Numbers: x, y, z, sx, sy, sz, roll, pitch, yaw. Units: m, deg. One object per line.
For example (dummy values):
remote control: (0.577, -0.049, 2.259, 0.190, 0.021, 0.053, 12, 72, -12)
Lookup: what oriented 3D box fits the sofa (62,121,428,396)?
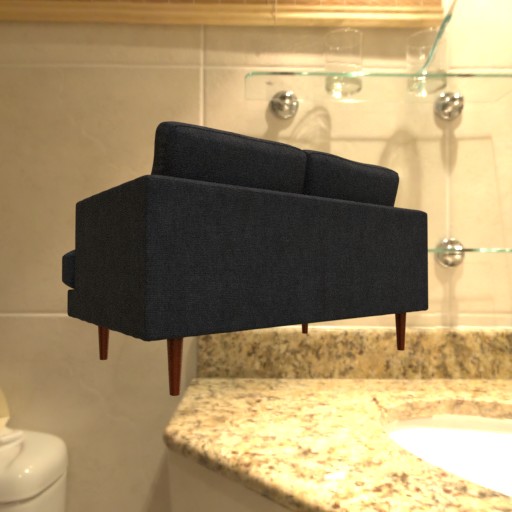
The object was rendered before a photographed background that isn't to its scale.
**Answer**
sofa: (0.000, 0.000, 2.155, 1.582, 0.944, 0.903, 1, -2, -38)
